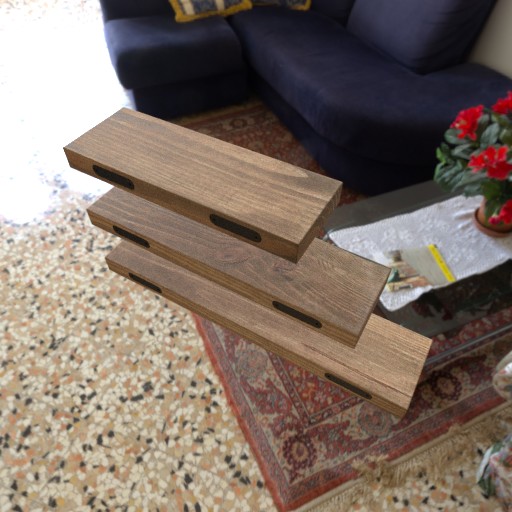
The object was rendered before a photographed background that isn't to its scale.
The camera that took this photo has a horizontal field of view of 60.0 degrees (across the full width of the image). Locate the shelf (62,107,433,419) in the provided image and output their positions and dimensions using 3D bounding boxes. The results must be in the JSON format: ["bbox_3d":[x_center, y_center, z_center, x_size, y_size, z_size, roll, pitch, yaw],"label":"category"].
[{"bbox_3d":[0.000,0.000,0.728,0.610,0.293,0.140,24,52,20],"label":"shelf"}]
